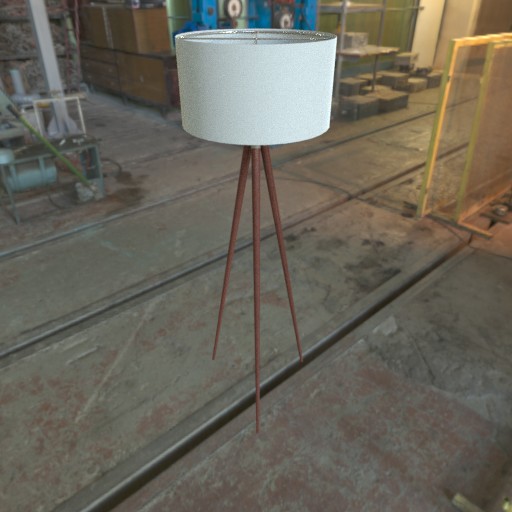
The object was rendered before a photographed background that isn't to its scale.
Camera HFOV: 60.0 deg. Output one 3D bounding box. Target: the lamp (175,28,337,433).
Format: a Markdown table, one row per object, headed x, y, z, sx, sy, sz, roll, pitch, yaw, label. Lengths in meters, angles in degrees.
| x | y | z | sx | sy | sz | roll | pitch | yaw | label |
| --- | --- | --- | --- | --- | --- | --- | --- | --- | --- |
| 0.000 | 0.000 | 1.737 | 0.483 | 1.553 | 0.483 | 1 | 31 | 2 | lamp |
